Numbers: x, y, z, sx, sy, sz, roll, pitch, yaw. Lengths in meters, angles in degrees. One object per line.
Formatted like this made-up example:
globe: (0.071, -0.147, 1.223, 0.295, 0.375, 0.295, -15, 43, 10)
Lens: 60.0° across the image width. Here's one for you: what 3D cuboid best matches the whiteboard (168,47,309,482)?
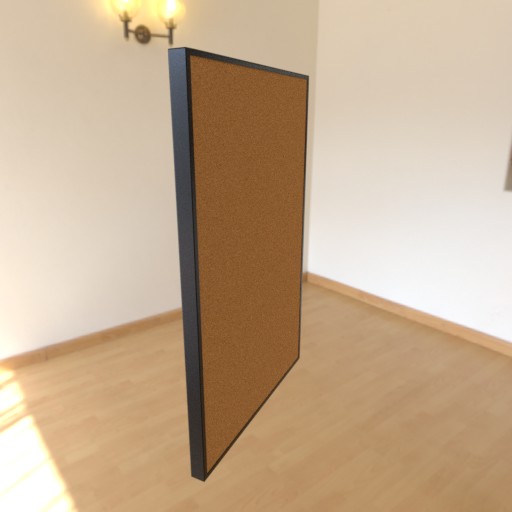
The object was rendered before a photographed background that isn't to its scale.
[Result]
whiteboard: (0.000, 0.000, 0.767, 0.026, 0.611, 0.406, 8, 19, 25)
